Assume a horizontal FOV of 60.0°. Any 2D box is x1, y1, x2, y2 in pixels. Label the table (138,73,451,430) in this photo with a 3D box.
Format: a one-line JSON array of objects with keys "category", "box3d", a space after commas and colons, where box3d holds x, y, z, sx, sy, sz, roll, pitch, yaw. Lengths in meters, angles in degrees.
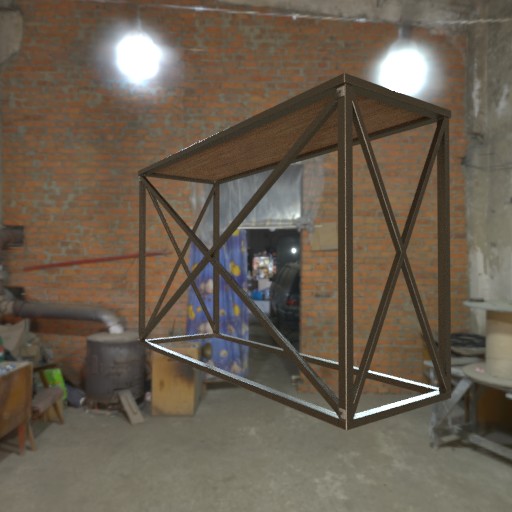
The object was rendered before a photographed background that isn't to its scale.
[{"category": "table", "box3d": [0.000, 0.000, 1.541, 0.402, 0.753, 1.216, 1, -1, -35]}]
